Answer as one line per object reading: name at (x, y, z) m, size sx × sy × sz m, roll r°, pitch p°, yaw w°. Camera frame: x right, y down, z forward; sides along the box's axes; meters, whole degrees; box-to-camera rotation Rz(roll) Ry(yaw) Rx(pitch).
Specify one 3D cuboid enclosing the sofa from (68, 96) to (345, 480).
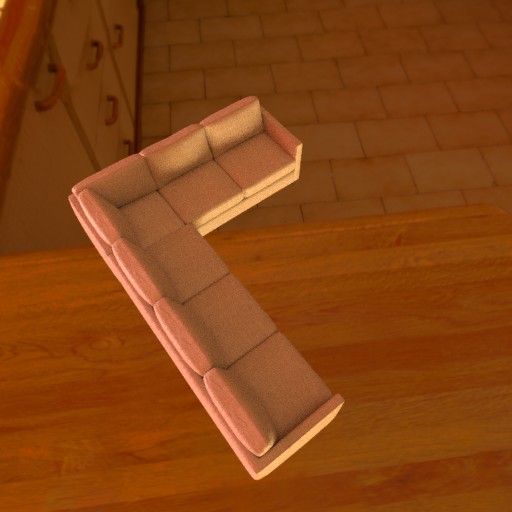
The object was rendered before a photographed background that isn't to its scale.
sofa at (0.000, 0.000, 4.554) m, size 2.522 × 0.934 × 3.333 m, roll -33°, pitch 64°, yaw -18°
